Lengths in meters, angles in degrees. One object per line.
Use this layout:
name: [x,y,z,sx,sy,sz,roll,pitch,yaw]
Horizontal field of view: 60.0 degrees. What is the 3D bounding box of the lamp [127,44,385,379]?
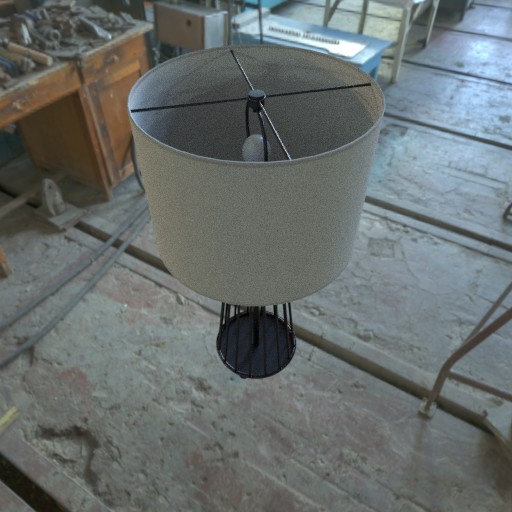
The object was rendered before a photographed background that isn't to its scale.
lamp: [0.000,0.000,0.773,0.322,0.593,0.322,-10,46,-10]
